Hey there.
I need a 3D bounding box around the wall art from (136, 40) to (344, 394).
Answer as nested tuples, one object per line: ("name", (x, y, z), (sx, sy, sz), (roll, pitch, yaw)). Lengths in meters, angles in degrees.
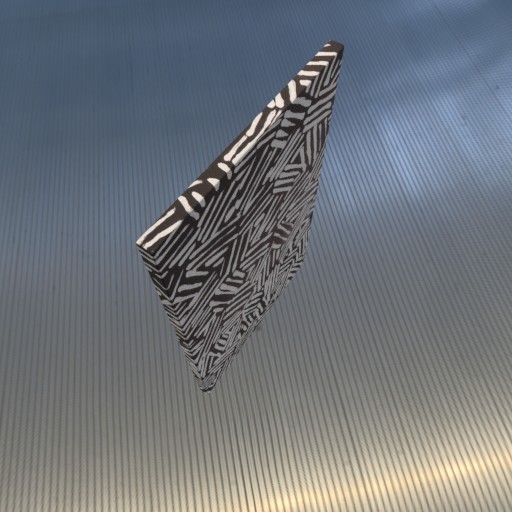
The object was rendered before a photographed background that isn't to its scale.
("wall art", (0.000, 0.000, 1.201), (0.035, 0.918, 0.615), (30, 64, 16))
